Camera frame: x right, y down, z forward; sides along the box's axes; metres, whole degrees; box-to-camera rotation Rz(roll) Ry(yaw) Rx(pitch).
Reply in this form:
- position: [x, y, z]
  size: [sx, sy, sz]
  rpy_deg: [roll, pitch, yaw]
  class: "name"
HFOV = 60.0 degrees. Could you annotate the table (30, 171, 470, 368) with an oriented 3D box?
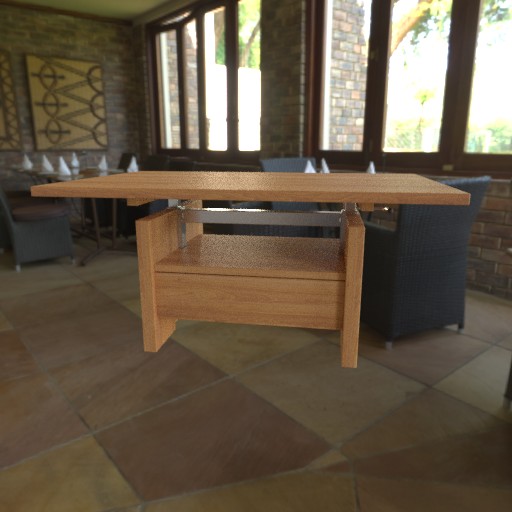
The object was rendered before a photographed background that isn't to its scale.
- position: [0.000, 0.000, 1.487]
  size: [1.100, 0.510, 0.700]
  rpy_deg: [2, 14, 9]
  class: "table"
